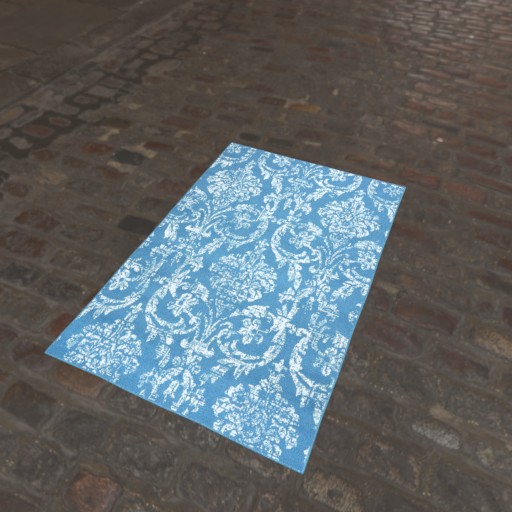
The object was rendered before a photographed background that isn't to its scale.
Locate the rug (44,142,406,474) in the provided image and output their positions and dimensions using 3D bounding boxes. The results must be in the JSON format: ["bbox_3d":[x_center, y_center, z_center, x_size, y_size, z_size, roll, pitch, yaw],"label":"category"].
[{"bbox_3d":[0.000,0.000,2.345,1.211,0.012,1.833,18,49,16],"label":"rug"}]
